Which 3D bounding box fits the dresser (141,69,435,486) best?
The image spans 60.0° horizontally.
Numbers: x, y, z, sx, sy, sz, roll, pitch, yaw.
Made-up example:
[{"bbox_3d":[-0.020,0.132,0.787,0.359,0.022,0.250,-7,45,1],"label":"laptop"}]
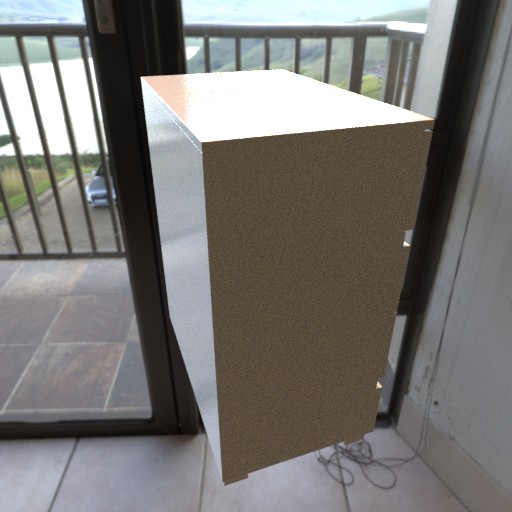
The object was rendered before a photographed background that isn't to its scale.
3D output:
[{"bbox_3d":[0.000,0.000,1.144,0.400,0.800,0.650,-10,32,-17],"label":"dresser"}]
